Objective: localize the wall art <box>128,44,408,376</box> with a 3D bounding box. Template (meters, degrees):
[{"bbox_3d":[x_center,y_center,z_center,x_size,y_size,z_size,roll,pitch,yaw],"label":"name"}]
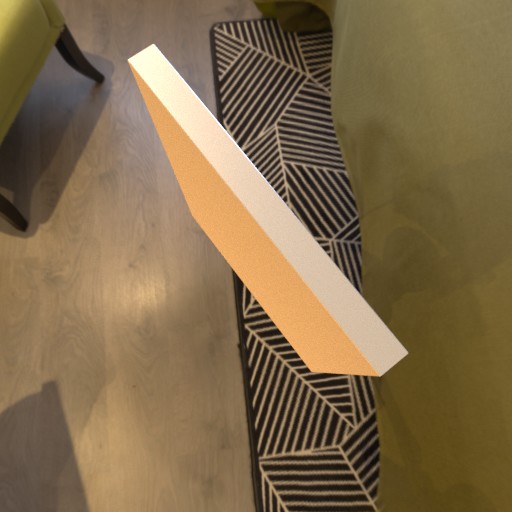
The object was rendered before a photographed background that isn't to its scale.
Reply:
[{"bbox_3d":[0.000,0.000,0.747,0.038,0.549,0.452,-36,79,-9],"label":"wall art"}]
